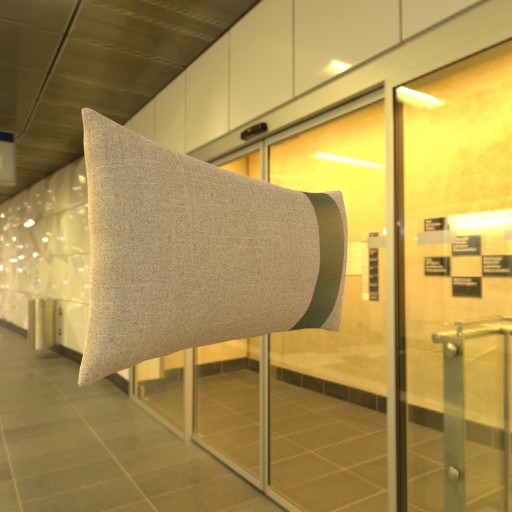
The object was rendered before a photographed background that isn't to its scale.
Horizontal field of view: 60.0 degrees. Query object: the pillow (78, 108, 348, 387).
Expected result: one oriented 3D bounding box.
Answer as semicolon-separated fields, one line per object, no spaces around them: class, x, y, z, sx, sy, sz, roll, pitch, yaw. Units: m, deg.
pillow;0.000;0.000;1.002;0.197;0.429;0.859;-1;-2;37
